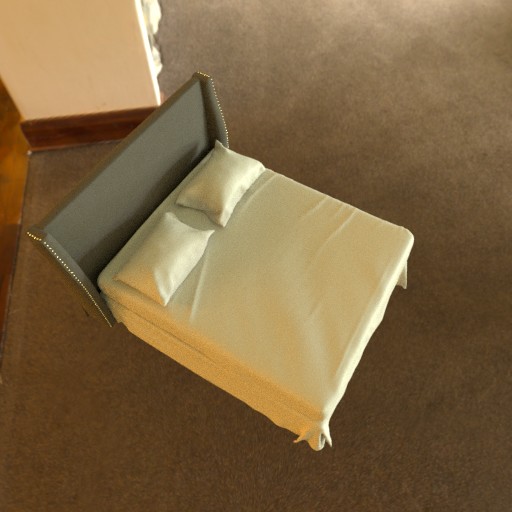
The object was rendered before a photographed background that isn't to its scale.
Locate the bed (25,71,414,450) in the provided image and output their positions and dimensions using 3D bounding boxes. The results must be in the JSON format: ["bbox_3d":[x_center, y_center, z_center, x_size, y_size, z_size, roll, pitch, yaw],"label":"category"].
[{"bbox_3d":[0.000,0.000,3.441,2.276,1.332,1.925,27,62,16],"label":"bed"}]
